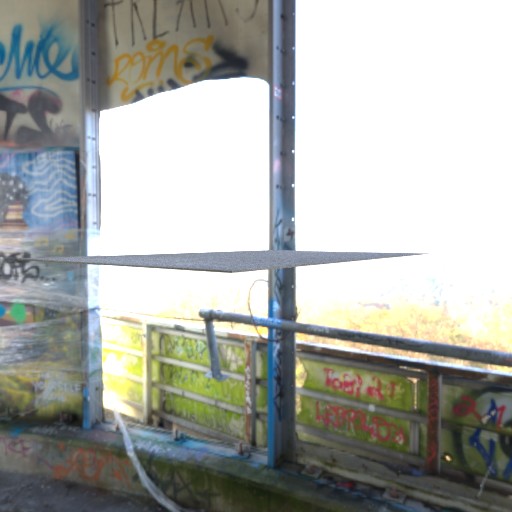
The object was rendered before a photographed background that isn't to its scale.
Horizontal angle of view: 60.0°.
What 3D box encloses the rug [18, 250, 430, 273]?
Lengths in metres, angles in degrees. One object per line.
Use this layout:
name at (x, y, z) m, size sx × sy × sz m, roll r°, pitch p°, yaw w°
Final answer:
rug at (0.000, 0.000, 2.289) m, size 1.221 × 0.006 × 1.827 m, roll 2°, pitch 3°, yaw 37°
